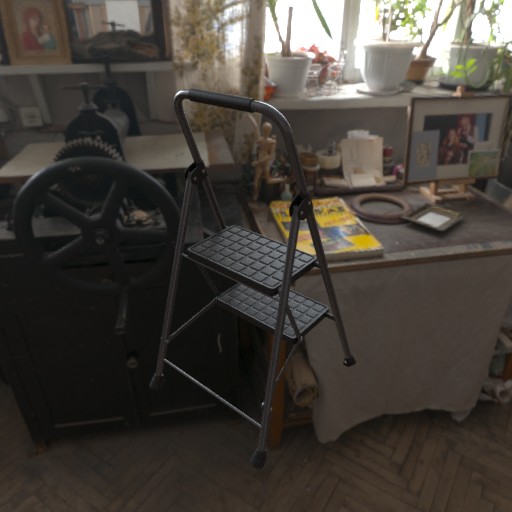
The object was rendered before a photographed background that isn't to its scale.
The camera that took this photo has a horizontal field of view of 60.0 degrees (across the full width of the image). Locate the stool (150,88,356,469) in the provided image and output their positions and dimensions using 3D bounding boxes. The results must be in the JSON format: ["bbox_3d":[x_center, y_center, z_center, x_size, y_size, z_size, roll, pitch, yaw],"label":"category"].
[{"bbox_3d":[0.000,0.000,1.200,0.450,0.872,0.514,23,37,33],"label":"stool"}]
